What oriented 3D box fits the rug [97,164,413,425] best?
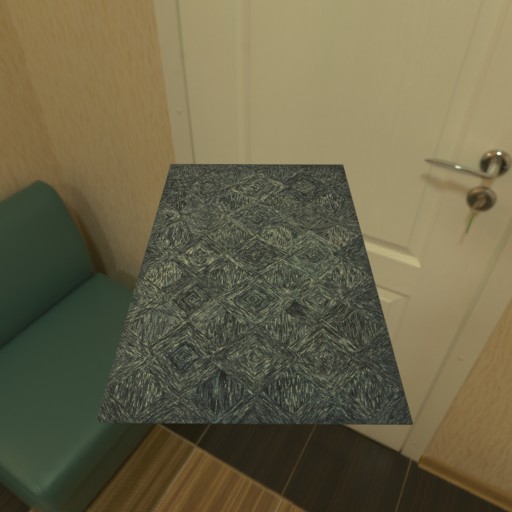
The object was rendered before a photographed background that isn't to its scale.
[{"bbox_3d":[0.000,0.000,2.929,1.478,0.017,2.330,0,42,0],"label":"rug"}]
